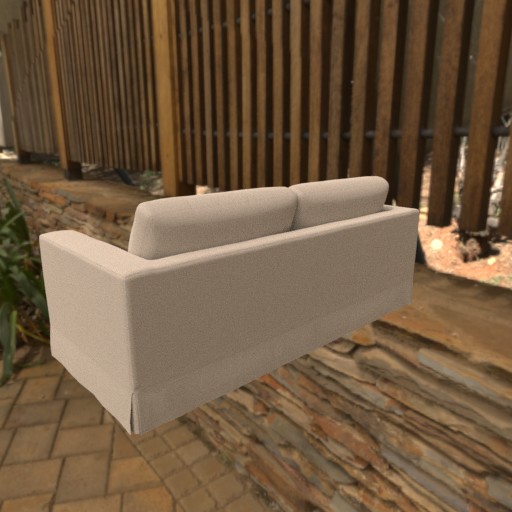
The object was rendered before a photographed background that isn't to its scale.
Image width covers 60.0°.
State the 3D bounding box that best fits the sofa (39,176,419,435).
[{"bbox_3d":[0.000,0.000,2.652,2.163,0.881,0.954,-14,21,-41],"label":"sofa"}]
